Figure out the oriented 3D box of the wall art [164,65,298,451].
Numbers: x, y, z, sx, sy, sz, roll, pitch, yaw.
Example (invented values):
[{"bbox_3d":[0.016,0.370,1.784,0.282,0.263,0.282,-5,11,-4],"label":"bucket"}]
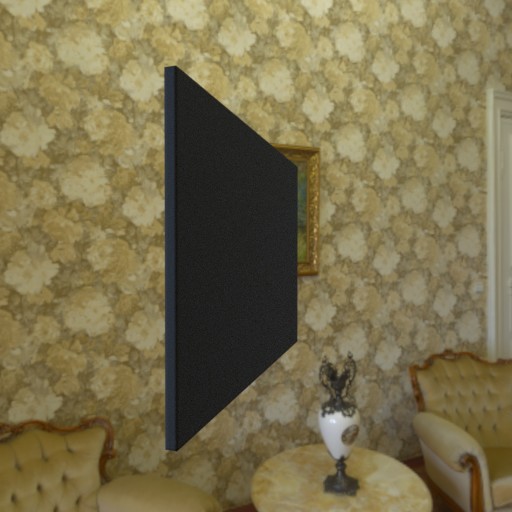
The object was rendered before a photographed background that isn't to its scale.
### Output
[{"bbox_3d":[0.000,0.000,1.219,0.049,0.659,0.964,0,1,19],"label":"wall art"}]
